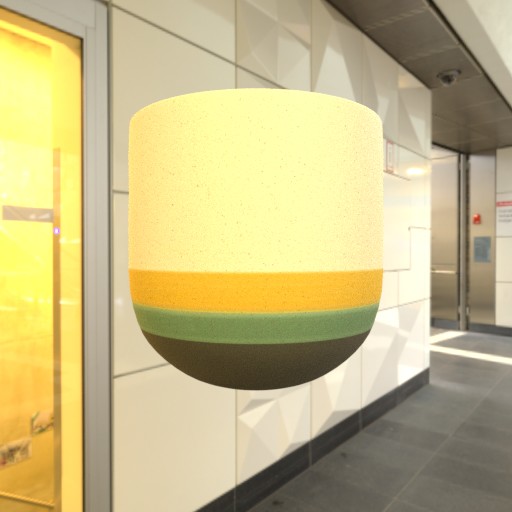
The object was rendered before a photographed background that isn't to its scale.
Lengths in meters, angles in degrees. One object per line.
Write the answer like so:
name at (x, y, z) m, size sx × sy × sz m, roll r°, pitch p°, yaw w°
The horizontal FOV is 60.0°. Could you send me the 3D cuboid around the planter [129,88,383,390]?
planter at (0.000, 0.000, 0.486) m, size 0.268 × 0.270 × 0.268 m, roll 0°, pitch 1°, yaw 0°
